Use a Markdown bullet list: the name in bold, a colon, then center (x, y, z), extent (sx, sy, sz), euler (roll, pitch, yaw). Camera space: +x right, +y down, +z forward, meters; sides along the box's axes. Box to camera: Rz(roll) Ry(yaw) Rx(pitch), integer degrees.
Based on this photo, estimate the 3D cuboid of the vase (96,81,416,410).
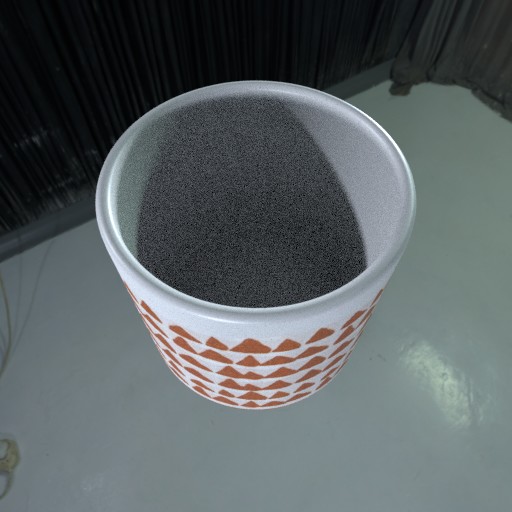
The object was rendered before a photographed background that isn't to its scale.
- **vase**: center (0.000, 0.000, 0.244), extent (0.137, 0.127, 0.137), euler (0, 57, 0)
